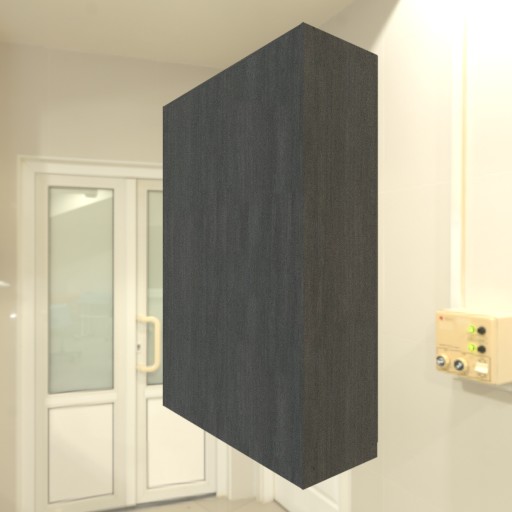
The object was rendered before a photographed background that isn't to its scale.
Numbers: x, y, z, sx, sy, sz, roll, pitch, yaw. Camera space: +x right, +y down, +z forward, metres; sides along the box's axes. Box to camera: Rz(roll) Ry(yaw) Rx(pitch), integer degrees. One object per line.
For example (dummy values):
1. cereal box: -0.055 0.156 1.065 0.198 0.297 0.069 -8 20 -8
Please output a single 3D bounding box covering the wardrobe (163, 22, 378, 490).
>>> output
1. wardrobe: 0.000 0.000 2.475 0.510 1.910 1.290 0 0 -38
